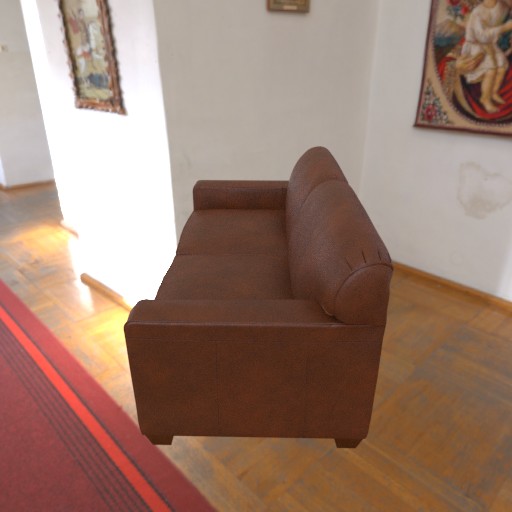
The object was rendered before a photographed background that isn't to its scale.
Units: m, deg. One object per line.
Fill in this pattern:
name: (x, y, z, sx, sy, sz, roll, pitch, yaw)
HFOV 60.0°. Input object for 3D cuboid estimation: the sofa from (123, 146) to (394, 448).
sofa: (0.000, 0.000, 2.478, 1.000, 0.966, 1.856, 1, 26, 1)
